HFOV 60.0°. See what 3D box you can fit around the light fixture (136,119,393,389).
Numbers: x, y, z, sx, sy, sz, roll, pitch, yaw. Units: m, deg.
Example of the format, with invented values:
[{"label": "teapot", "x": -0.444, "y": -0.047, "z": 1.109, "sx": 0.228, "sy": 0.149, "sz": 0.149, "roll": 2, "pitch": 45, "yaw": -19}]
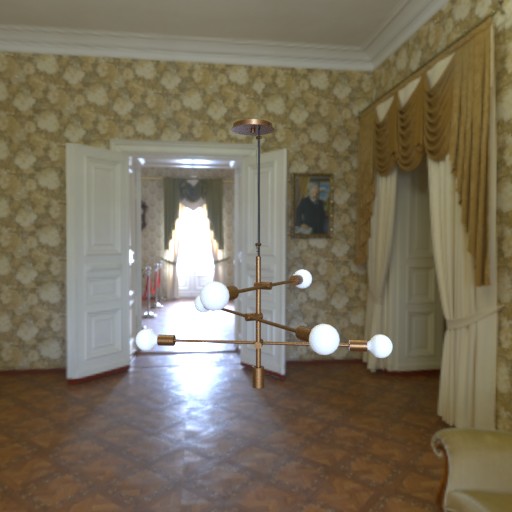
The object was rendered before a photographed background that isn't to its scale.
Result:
[{"label": "light fixture", "x": 0.000, "y": 0.000, "z": 1.264, "sx": 0.682, "sy": 0.744, "sz": 0.637, "roll": 1, "pitch": 1, "yaw": 36}]
